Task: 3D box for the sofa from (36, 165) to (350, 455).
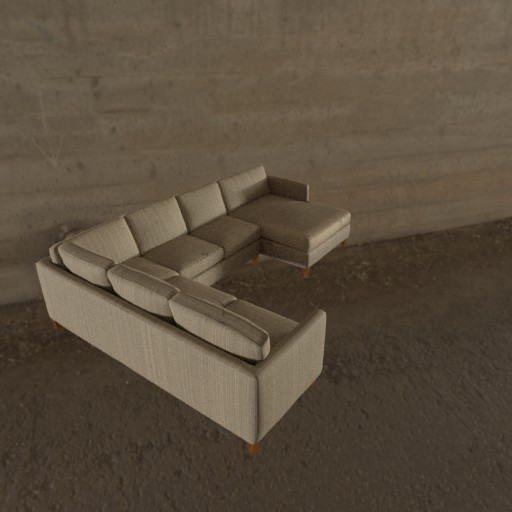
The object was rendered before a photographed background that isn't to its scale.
[{"bbox_3d":[0.000,0.000,4.749,2.594,0.961,3.460,19,33,32],"label":"sofa"}]
